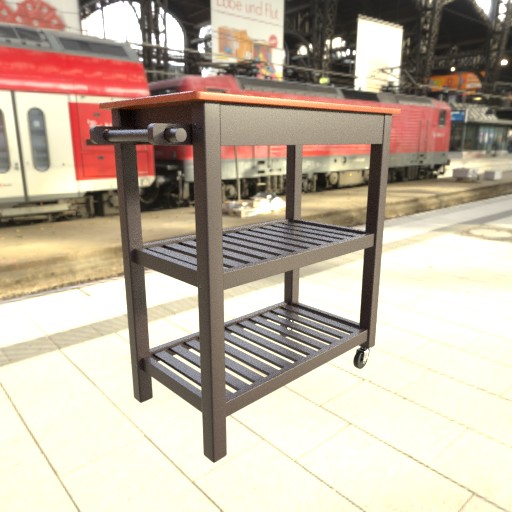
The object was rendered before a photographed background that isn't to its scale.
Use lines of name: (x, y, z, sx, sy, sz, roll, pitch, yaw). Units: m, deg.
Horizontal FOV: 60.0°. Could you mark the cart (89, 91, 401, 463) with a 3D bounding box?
cart: (0.000, 0.000, 1.442, 0.899, 0.927, 0.457, -14, 20, -42)
